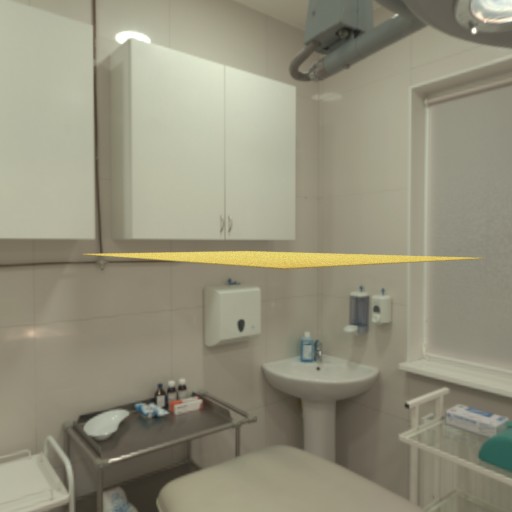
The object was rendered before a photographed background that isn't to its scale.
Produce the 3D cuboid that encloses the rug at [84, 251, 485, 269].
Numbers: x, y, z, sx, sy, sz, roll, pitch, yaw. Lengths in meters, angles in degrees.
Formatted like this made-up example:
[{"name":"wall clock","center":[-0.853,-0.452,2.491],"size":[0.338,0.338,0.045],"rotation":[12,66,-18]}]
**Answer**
[{"name":"rug","center":[0.000,0.000,3.764],"size":[1.981,0.006,2.895],"rotation":[-2,2,-39]}]
